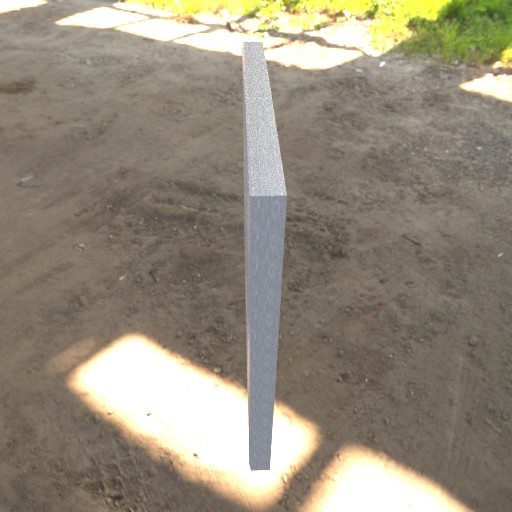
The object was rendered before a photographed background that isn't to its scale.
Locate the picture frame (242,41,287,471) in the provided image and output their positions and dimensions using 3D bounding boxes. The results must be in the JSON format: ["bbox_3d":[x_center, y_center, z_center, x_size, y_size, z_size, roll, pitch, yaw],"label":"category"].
[{"bbox_3d":[0.000,0.000,0.516,0.027,0.378,0.327,-1,41,-1],"label":"picture frame"}]
